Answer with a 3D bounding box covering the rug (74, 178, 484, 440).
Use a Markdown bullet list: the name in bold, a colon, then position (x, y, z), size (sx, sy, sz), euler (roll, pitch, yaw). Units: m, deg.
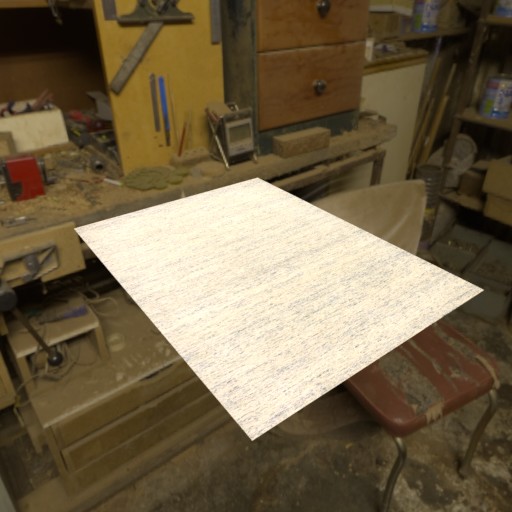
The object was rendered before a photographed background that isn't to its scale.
- **rug**: position (0.000, 0.000, 4.233), size (2.438, 0.006, 3.197), euler (-21, 37, -31)
